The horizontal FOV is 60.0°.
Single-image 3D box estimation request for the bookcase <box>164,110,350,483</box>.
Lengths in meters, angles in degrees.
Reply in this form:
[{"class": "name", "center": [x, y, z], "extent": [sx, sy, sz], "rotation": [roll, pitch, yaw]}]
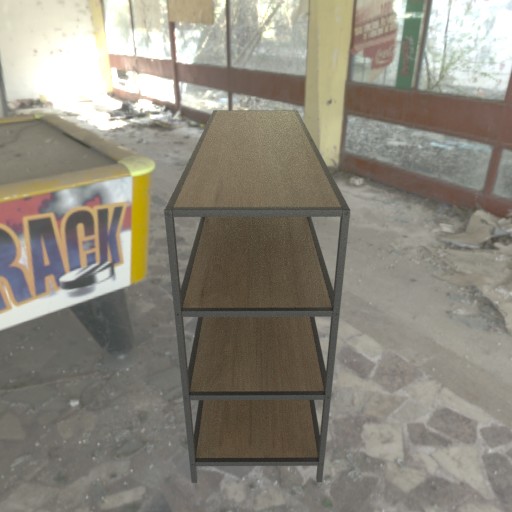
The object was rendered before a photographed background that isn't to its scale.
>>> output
[{"class": "bookcase", "center": [0.000, 0.000, 1.515], "extent": [0.350, 0.780, 1.140], "rotation": [0, 27, 0]}]
